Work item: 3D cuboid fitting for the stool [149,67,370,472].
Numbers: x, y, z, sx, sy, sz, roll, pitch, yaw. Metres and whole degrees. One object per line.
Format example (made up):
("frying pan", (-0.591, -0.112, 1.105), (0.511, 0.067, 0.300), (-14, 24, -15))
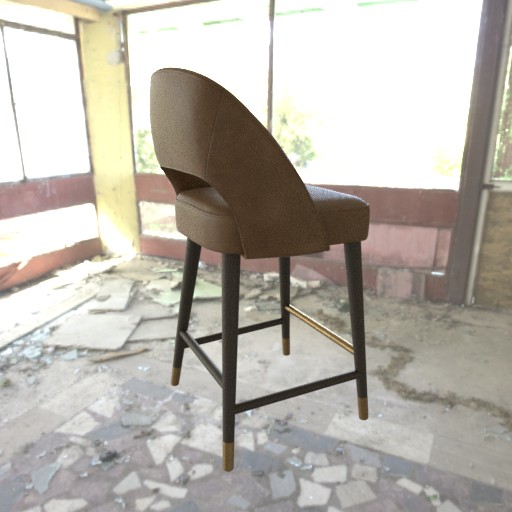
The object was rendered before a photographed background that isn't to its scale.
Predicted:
("stool", (0.000, 0.000, 1.234), (0.509, 0.940, 0.494), (-8, 18, -27))
